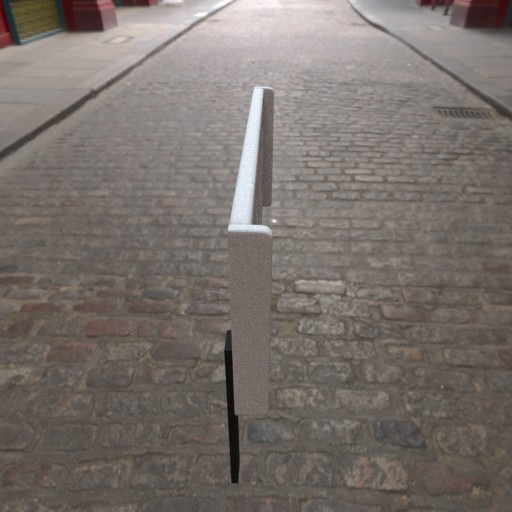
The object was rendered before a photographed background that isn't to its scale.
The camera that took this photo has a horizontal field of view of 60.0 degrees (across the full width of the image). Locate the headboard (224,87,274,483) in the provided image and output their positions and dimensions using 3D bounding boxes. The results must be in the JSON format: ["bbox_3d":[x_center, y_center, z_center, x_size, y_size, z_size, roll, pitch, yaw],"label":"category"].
[{"bbox_3d":[0.000,0.000,2.686,0.184,1.524,2.051,1,33,2],"label":"headboard"}]
